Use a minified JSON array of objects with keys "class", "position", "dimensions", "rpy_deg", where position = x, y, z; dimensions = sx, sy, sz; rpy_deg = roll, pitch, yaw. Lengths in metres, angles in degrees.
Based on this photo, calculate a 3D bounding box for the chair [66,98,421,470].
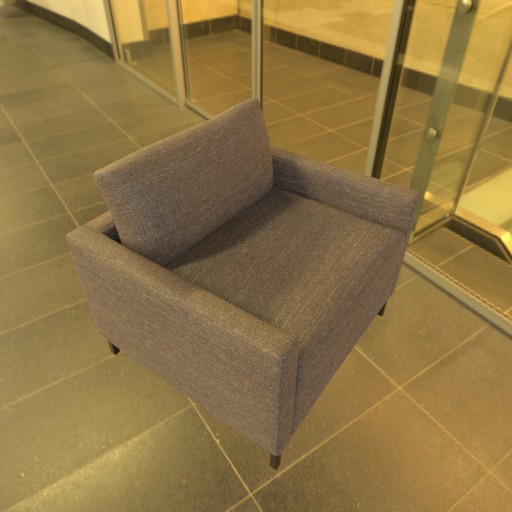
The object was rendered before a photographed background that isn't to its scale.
[{"class":"chair","position":[0.000,0.000,1.601],"dimensions":[0.845,0.841,0.940],"rpy_deg":[25,46,27]}]
